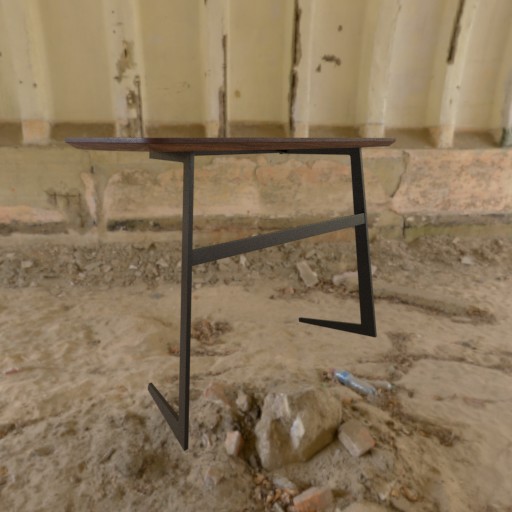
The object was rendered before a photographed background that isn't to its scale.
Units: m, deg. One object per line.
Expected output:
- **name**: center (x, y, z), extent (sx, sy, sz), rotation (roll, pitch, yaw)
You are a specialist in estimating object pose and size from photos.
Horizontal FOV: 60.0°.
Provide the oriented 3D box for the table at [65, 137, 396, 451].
- **table**: center (0.000, 0.000, 1.118), extent (0.361, 0.576, 0.804), rotation (14, 20, 43)
